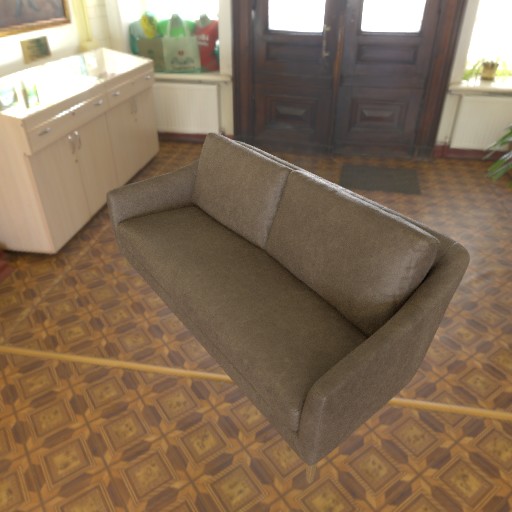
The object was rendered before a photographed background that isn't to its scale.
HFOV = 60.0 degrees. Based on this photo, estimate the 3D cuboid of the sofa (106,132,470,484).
[{"bbox_3d":[0.000,0.000,2.447,0.960,0.902,2.036,-21,38,-30],"label":"sofa"}]
